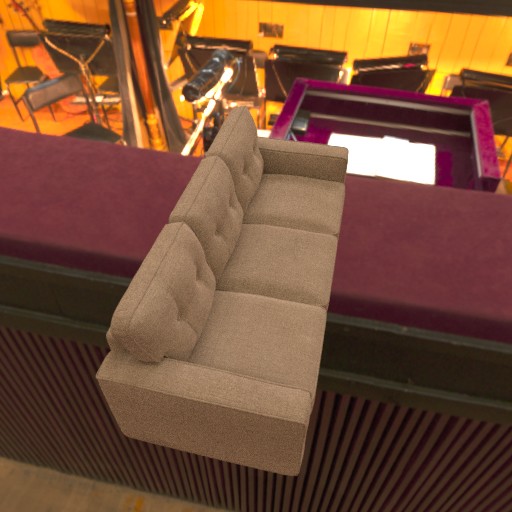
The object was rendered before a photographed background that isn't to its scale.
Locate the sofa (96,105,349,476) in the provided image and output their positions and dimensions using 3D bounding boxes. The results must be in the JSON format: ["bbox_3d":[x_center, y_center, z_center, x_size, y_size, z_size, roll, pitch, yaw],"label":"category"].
[{"bbox_3d":[0.000,0.000,2.658,0.939,0.965,2.133,9,45,9],"label":"sofa"}]
